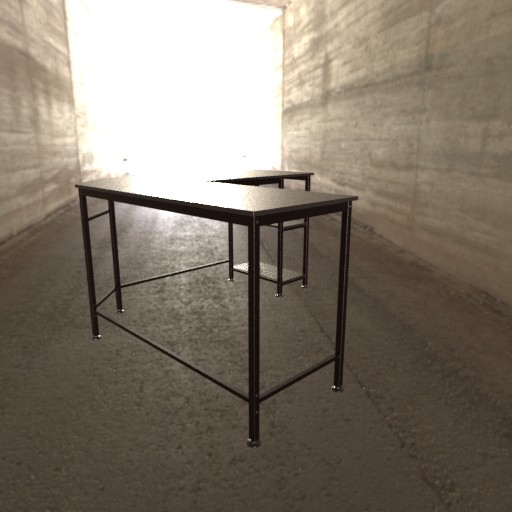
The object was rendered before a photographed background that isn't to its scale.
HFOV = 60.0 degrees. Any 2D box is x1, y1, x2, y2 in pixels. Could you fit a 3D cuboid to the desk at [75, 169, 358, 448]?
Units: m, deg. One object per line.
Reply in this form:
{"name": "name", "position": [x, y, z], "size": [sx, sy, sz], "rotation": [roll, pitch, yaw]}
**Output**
{"name": "desk", "position": [0.000, 0.000, 2.211], "size": [1.379, 0.739, 1.379], "rotation": [-14, 20, -43]}
